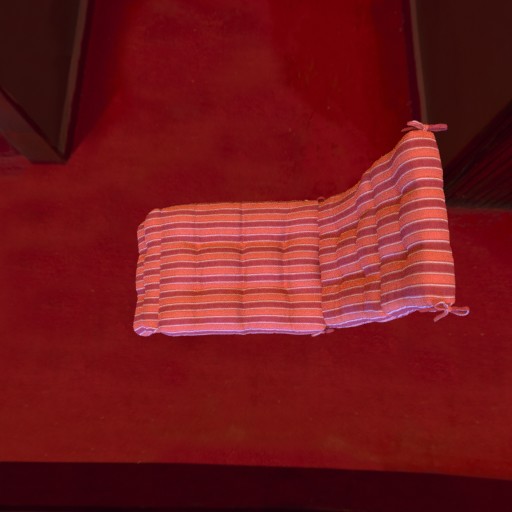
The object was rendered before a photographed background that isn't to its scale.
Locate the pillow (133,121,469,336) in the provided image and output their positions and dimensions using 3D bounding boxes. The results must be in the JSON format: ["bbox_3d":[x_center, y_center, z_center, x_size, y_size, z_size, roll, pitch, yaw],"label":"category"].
[{"bbox_3d":[0.000,0.000,1.498,1.016,0.863,0.526,-1,77,0],"label":"pillow"}]
